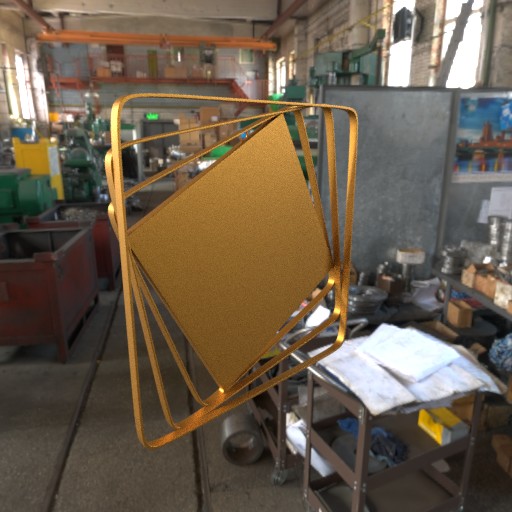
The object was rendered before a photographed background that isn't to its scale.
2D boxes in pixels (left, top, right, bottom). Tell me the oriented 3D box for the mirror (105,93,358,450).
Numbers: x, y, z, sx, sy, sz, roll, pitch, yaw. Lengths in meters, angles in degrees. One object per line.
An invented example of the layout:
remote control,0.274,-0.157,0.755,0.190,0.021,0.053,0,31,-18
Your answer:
mirror,0.000,0.000,0.702,0.470,0.468,0.045,-15,21,-42
